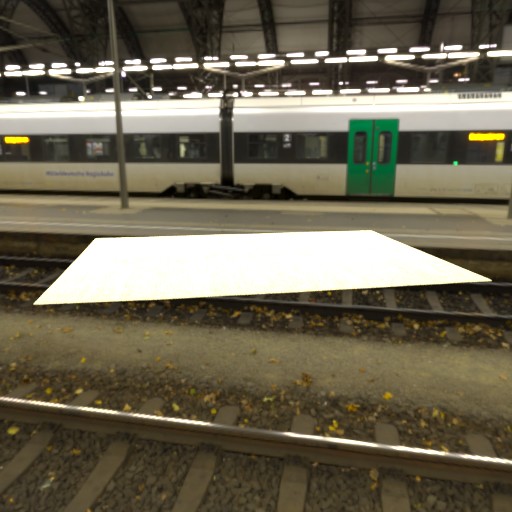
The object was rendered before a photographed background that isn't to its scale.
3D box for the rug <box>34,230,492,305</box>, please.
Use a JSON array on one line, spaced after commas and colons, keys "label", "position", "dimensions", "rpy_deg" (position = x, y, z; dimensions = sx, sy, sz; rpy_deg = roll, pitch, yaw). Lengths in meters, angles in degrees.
[{"label": "rug", "position": [0.000, 0.000, 2.359], "dimensions": [1.850, 0.015, 1.250], "rpy_deg": [-2, 14, -9]}]
